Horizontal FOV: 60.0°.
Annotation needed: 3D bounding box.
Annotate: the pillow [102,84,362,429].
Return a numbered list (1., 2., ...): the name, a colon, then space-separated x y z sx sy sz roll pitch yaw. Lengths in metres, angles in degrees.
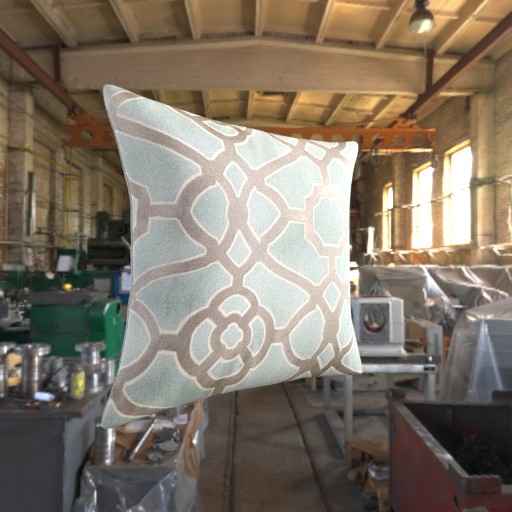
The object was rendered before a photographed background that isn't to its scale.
1. pillow: 0.000 0.000 0.808 0.552 0.508 0.166 1 -1 -35
